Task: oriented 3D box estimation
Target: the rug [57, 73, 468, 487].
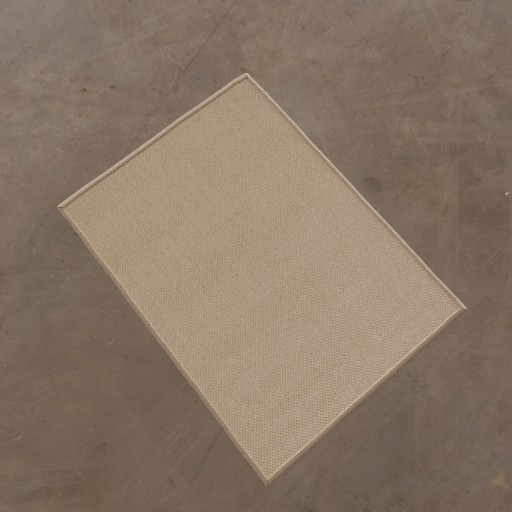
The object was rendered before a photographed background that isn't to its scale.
[{"bbox_3d":[0.000,0.000,2.683,1.525,0.020,2.081,-38,79,-9],"label":"rug"}]
